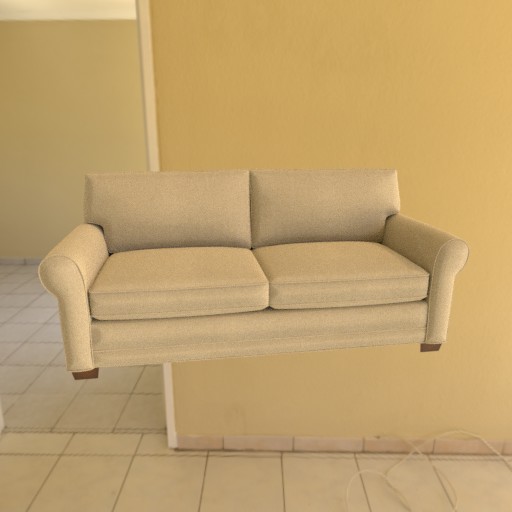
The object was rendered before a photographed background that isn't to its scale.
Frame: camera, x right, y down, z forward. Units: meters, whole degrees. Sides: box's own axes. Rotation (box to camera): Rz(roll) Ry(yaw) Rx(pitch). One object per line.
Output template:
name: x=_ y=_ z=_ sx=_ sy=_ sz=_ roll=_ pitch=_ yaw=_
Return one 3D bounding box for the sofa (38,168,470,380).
sofa: x=0.000 y=0.000 z=2.604 sx=2.146 sy=0.962 sz=0.901 roll=-2 pitch=16 yaw=-9
